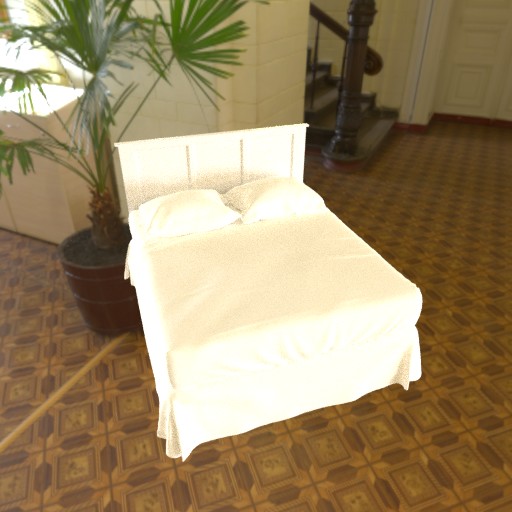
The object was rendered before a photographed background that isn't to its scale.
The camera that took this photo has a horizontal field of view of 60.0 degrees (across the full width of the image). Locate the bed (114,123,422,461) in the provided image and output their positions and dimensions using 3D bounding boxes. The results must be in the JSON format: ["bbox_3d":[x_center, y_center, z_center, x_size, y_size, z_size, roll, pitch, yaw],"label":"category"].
[{"bbox_3d":[0.000,0.000,3.242,1.876,1.269,2.047,-11,34,-17],"label":"bed"}]
